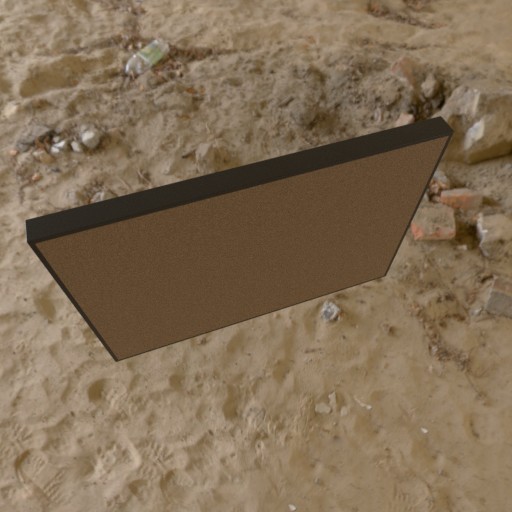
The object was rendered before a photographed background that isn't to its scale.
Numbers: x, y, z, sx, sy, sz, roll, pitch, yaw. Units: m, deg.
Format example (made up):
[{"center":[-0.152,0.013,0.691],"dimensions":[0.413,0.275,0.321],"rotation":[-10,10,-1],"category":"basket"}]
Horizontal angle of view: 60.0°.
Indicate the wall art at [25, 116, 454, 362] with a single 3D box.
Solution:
[{"center":[0.000,0.000,1.205],"dimensions":[0.939,0.640,0.058],"rotation":[-16,58,-11],"category":"wall art"}]
